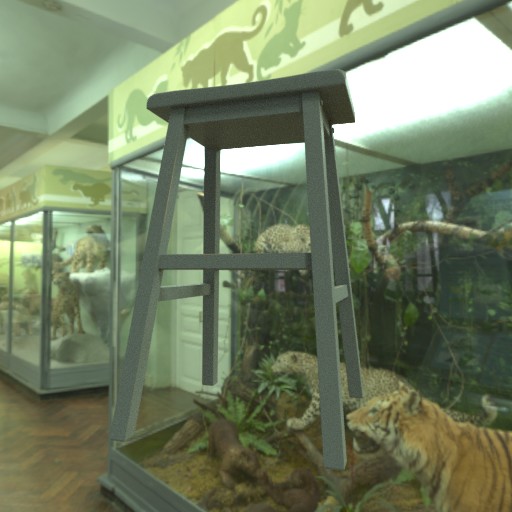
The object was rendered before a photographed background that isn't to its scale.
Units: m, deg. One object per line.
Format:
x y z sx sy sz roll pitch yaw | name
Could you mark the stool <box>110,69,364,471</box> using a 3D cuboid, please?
0.000 0.000 1.045 0.457 0.737 0.476 -1 -2 17 | stool
